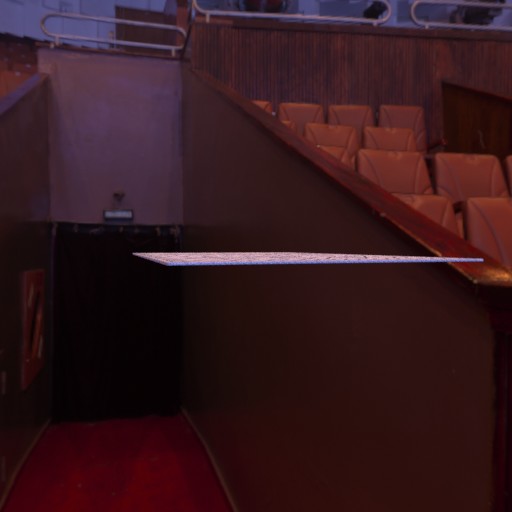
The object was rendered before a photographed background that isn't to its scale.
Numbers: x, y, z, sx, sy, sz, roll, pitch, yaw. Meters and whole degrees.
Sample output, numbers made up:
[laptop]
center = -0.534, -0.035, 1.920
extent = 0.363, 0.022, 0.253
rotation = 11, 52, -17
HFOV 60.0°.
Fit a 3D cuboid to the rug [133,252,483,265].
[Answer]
[rug]
center = 0.000, 0.000, 3.075
extent = 1.526, 0.012, 2.444
rotation = 0, 1, -18
